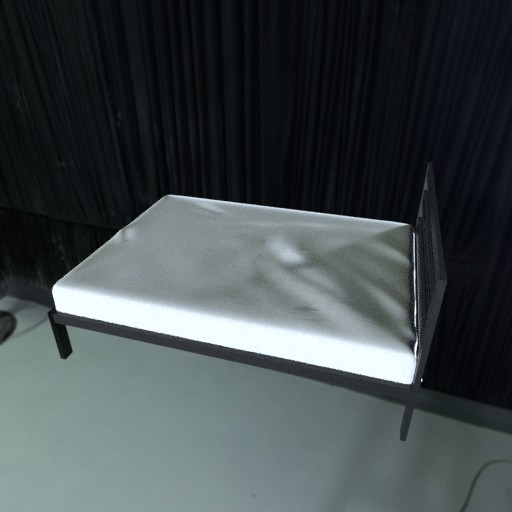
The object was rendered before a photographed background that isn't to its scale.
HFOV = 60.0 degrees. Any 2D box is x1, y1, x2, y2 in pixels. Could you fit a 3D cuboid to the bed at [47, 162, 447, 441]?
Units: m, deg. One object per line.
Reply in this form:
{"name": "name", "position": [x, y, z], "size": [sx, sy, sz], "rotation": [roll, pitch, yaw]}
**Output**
{"name": "bed", "position": [0.000, 0.000, 2.871], "size": [2.062, 0.967, 1.524], "rotation": [9, 31, 15]}
